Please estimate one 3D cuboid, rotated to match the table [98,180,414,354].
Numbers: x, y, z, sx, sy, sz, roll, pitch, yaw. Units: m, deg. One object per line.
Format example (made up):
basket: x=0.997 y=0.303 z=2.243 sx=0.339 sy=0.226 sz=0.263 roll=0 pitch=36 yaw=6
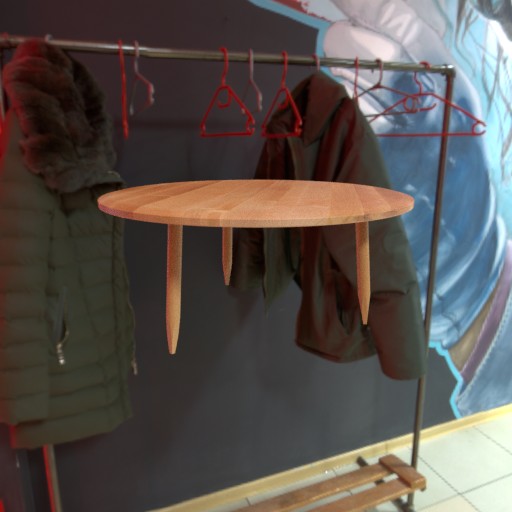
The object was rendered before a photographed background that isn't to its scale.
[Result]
table: x=0.000 y=0.000 z=1.381 sx=0.900 sy=0.400 sz=0.900 roll=0 pitch=14 yaw=0
